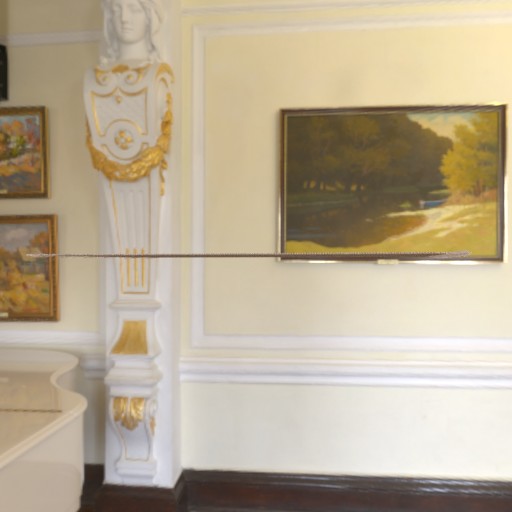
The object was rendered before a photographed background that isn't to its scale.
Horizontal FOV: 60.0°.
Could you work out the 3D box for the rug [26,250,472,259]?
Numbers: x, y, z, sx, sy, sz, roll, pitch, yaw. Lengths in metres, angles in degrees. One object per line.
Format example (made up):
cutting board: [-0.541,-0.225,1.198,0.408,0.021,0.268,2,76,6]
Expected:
rug: [0.000,0.000,3.075,2.523,0.034,1.528,0,-1,18]
